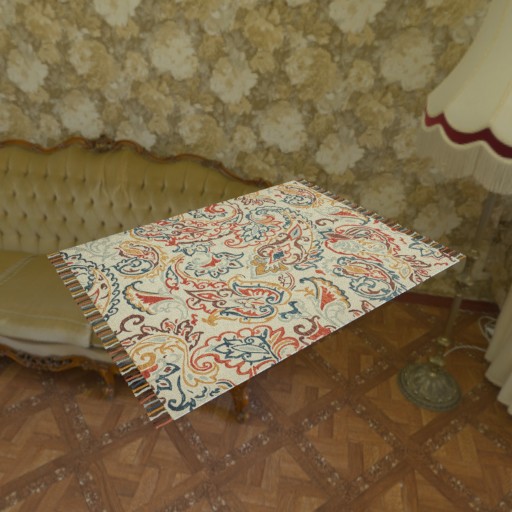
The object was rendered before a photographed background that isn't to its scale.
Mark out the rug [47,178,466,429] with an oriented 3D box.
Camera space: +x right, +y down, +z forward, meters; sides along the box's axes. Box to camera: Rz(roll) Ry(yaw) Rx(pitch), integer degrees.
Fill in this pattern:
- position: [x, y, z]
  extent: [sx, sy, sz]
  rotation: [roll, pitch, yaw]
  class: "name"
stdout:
- position: [0.000, 0.000, 4.307]
  extent: [3.274, 0.015, 2.439]
  rotation: [-21, 38, -30]
  class: "rug"
